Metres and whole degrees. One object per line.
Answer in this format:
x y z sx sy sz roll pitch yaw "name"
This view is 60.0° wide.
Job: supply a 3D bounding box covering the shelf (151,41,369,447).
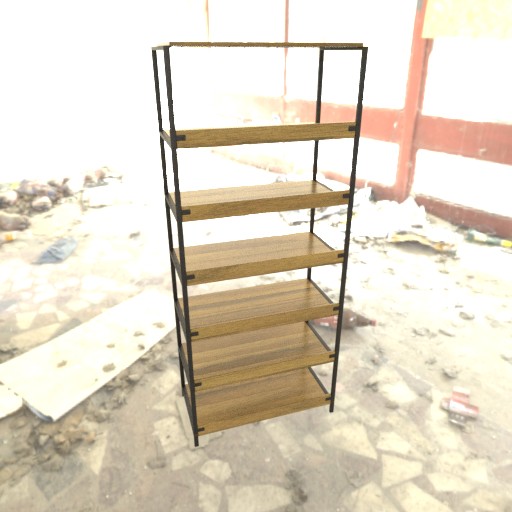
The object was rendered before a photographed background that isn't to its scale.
0.000 0.000 2.327 0.847 2.015 0.431 -8 26 -16 "shelf"
